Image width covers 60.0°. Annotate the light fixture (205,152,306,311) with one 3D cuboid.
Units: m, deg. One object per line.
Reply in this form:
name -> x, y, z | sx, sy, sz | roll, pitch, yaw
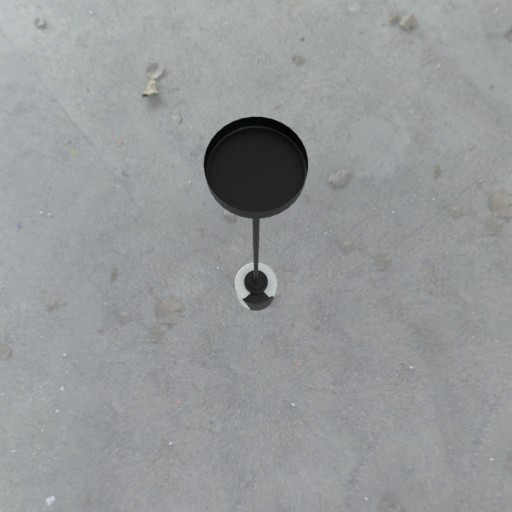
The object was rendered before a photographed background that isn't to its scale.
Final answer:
light fixture -> 0.000, 0.000, 0.938 | 0.123, 0.863, 0.123 | -37, 78, -9
